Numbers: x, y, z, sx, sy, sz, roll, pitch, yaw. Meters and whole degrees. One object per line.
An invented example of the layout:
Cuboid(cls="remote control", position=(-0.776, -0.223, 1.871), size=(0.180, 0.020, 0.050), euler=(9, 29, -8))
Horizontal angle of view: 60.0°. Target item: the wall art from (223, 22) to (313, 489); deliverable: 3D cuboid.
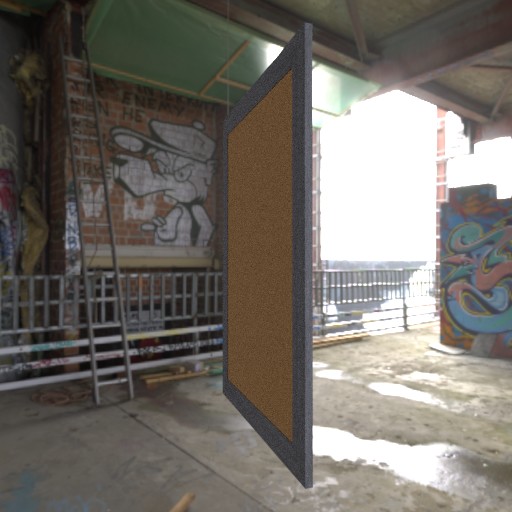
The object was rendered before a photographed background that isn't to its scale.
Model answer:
Cuboid(cls="wall art", position=(0.000, 0.000, 1.384), size=(0.020, 1.070, 0.768), euler=(0, -1, -18))
